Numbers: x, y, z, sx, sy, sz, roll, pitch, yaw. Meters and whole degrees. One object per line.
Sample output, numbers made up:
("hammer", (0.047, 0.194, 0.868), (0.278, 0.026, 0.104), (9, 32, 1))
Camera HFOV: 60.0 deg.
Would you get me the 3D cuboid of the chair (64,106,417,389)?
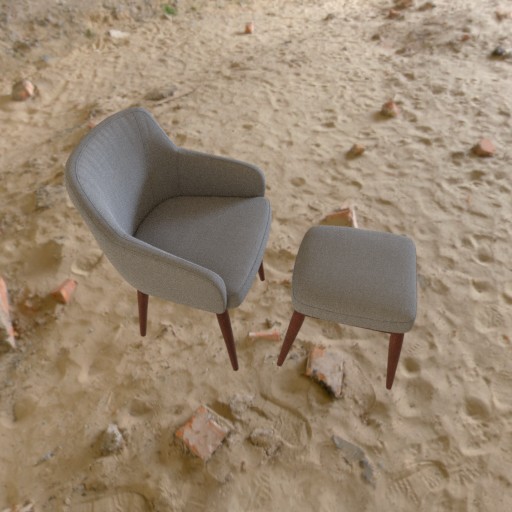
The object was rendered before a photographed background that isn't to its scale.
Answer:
("chair", (0.000, 0.000, 1.551), (1.107, 0.799, 0.584), (10, 47, 9))
